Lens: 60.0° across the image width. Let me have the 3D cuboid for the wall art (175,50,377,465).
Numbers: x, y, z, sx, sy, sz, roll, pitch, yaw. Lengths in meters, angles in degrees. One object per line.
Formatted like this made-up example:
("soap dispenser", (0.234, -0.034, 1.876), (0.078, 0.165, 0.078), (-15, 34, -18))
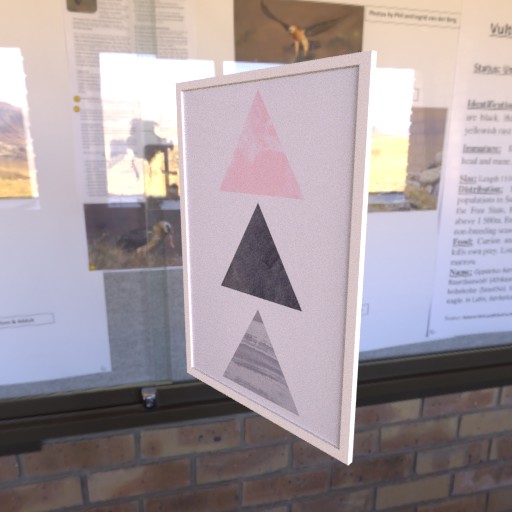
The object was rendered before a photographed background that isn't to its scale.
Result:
("wall art", (0.000, 0.000, 0.839), (0.456, 0.656, 0.013), (13, 19, 43))
